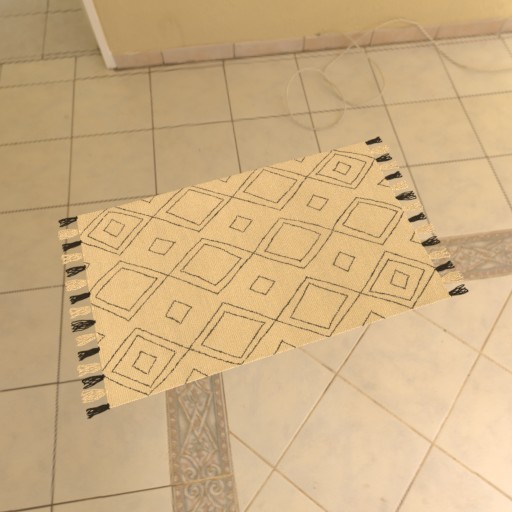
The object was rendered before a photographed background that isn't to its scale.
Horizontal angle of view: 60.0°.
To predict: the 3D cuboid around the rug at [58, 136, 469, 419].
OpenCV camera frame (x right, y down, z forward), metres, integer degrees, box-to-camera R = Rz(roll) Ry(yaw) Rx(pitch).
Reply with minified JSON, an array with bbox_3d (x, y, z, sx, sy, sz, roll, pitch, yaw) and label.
[{"bbox_3d":[0.000,0.000,3.283,2.755,0.021,1.524,-16,65,-8],"label":"rug"}]
